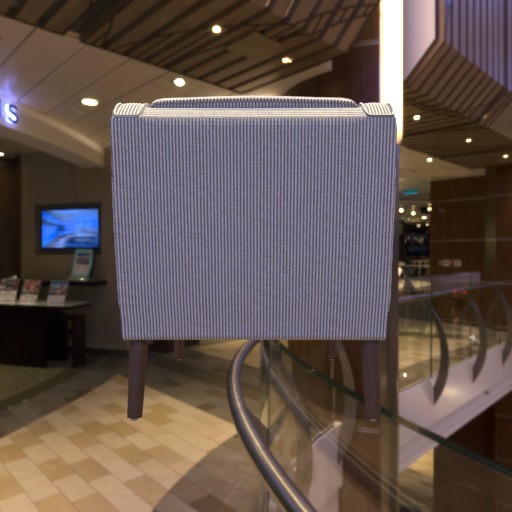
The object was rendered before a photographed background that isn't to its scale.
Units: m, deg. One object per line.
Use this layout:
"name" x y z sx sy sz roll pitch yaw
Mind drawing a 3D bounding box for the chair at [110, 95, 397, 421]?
"chair" 0.000 0.000 1.364 0.663 0.792 0.743 0 1 0
